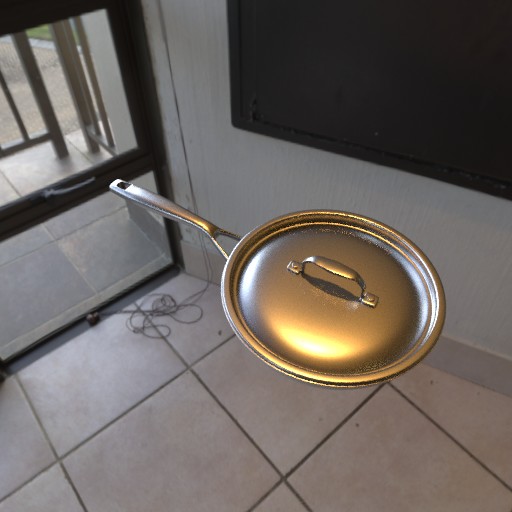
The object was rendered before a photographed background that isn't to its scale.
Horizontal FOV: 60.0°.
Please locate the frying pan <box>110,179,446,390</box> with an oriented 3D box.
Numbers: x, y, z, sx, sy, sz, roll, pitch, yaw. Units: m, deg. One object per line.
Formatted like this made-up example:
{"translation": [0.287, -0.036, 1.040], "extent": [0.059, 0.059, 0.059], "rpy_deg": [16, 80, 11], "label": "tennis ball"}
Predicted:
{"translation": [0.000, 0.000, 0.592], "extent": [0.490, 0.086, 0.272], "rpy_deg": [24, 52, 20], "label": "frying pan"}
